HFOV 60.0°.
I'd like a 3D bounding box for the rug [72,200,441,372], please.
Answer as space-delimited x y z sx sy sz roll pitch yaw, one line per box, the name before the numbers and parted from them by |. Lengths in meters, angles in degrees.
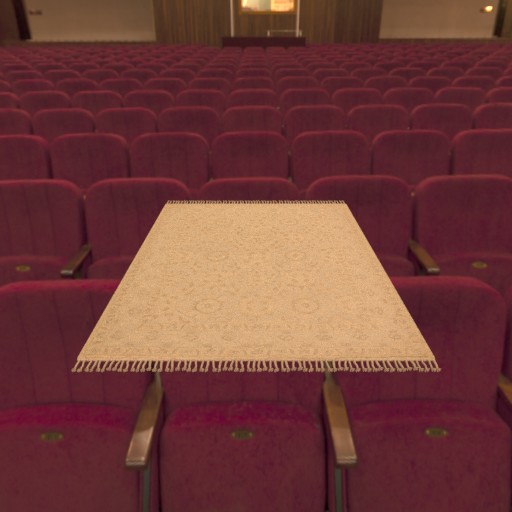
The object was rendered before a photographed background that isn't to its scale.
rug | 0.000 0.000 2.260 1.223 0.015 1.771 0 25 0
